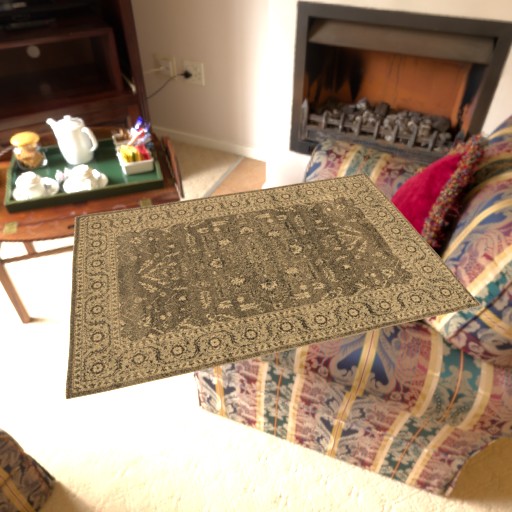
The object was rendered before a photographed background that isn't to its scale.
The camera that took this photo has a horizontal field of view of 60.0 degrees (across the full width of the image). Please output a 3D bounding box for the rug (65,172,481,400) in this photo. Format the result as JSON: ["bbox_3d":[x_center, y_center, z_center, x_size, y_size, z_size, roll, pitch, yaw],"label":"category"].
[{"bbox_3d":[0.000,0.000,2.288,1.828,0.019,1.209,-10,43,-11],"label":"rug"}]
